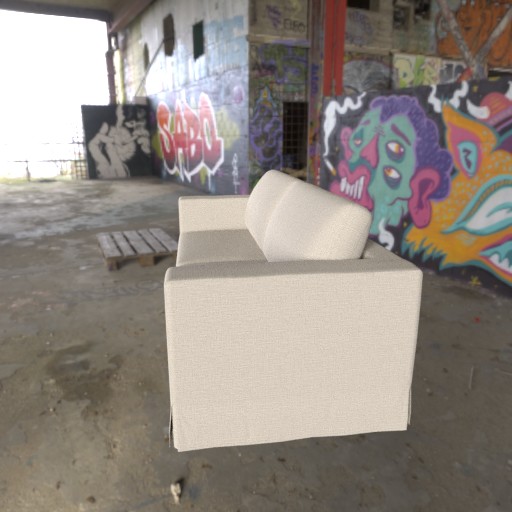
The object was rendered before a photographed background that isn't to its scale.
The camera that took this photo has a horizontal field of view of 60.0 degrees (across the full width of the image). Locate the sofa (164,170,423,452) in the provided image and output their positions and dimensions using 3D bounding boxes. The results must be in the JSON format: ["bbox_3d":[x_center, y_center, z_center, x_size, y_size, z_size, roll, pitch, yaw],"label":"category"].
[{"bbox_3d":[0.000,0.000,2.613,0.954,0.881,2.163,-2,15,-8],"label":"sofa"}]
